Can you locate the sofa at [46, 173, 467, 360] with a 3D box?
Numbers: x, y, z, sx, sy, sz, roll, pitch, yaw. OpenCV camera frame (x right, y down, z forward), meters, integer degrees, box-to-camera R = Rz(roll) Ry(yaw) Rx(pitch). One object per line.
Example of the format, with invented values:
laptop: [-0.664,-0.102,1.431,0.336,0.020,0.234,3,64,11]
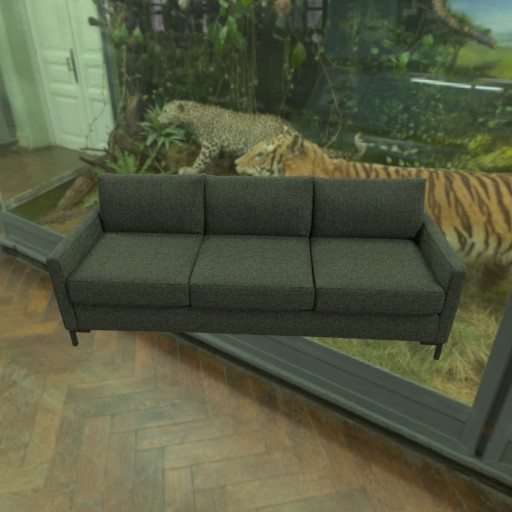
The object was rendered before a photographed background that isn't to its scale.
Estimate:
sofa: [0.000,0.000,2.760,2.253,0.879,0.876,2,30,3]
